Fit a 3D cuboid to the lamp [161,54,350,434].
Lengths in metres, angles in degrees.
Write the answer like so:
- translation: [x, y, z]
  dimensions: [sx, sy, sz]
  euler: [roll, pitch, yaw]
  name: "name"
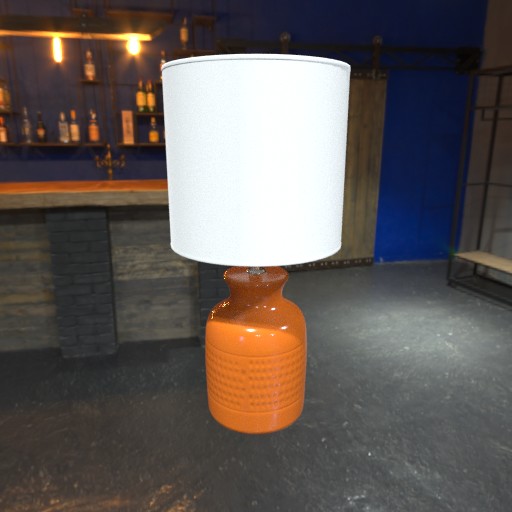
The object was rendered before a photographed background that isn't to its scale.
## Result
- translation: [0.000, 0.000, 1.116]
  dimensions: [0.418, 0.871, 0.418]
  euler: [-3, 16, -9]
  name: "lamp"
